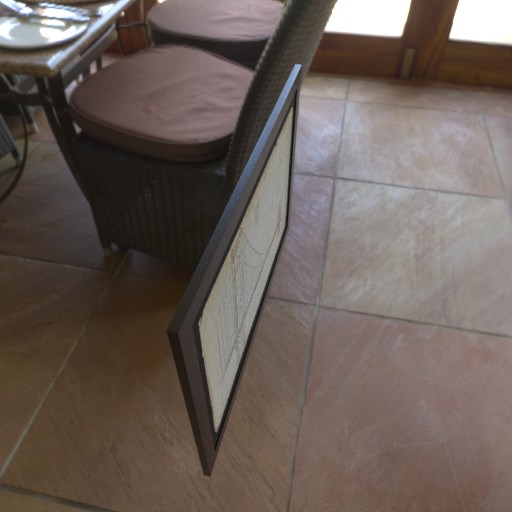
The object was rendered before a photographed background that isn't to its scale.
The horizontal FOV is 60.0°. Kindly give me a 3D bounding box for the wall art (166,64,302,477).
[{"bbox_3d":[0.000,0.000,0.833,0.013,0.447,0.660,11,47,10],"label":"wall art"}]
